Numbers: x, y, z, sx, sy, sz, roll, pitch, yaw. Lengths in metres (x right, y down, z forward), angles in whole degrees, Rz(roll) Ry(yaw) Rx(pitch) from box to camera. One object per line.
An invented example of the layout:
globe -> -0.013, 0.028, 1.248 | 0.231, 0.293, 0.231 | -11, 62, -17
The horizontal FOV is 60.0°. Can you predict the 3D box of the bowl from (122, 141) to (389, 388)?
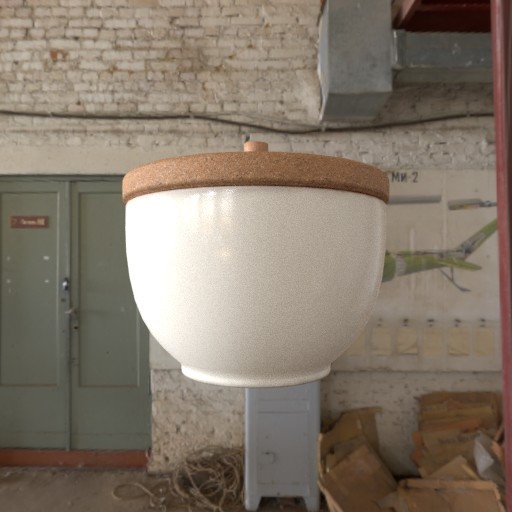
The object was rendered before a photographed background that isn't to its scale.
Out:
bowl -> 0.000, 0.000, 0.218 | 0.126, 0.110, 0.126 | 0, -1, 0
